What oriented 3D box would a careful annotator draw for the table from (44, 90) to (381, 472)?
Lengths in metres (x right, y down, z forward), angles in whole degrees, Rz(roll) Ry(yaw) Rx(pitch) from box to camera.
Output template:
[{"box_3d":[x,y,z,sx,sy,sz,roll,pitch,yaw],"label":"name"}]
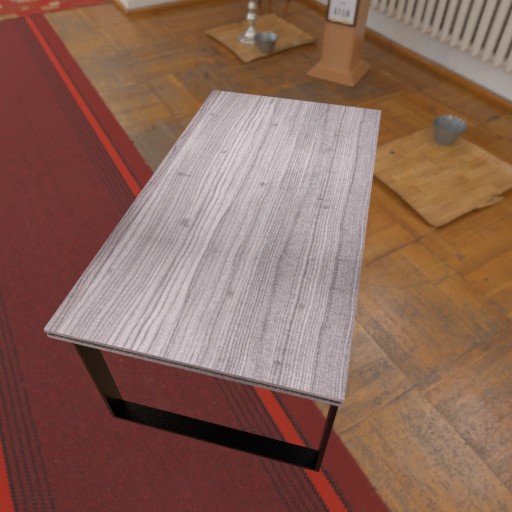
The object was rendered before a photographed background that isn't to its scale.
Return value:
[{"box_3d":[0.000,0.000,2.020,0.881,0.736,1.579,11,47,10],"label":"table"}]
